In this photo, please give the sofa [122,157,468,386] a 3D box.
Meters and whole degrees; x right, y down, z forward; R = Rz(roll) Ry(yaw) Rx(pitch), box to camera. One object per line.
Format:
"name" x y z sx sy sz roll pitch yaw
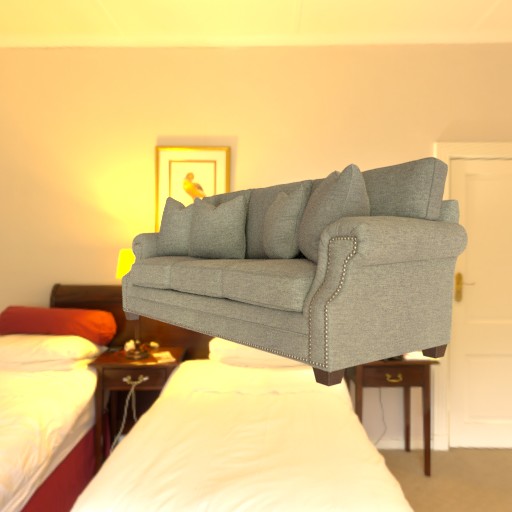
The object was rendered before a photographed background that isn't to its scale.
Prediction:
"sofa" 0.000 0.000 2.794 0.965 0.975 2.312 -1 1 -37
